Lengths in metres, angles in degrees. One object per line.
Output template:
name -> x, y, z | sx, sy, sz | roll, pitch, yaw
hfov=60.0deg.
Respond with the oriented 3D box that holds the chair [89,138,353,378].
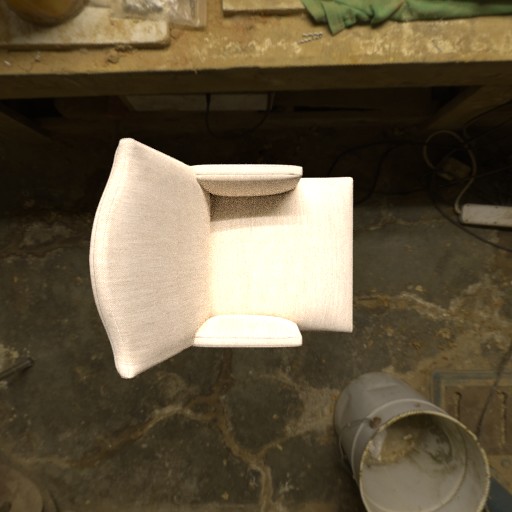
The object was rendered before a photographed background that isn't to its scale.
chair -> 0.000, 0.000, 1.360 | 0.641, 1.016, 0.533 | 0, 91, 1
